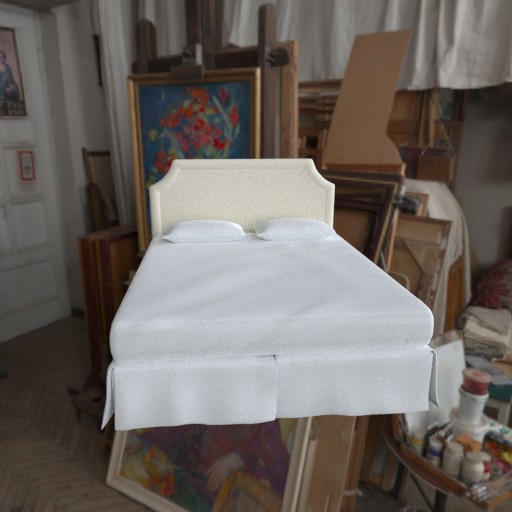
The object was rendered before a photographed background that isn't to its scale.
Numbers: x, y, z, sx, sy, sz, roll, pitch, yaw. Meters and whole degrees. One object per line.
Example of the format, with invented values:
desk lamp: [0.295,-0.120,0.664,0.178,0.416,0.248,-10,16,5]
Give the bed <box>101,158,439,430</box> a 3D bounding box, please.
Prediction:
bed: [0.000,0.000,4.108,2.350,1.590,2.773,-2,16,-6]
